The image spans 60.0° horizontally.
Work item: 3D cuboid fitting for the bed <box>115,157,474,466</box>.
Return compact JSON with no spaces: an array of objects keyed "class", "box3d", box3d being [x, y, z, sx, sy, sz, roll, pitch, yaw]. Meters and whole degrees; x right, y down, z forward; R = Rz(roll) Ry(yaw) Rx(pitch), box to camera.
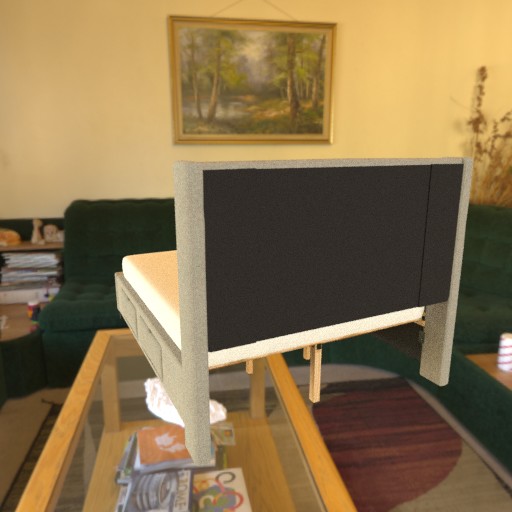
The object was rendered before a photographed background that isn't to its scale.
[{"class":"bed","box3d":[0.000,0.000,3.359,1.774,1.491,2.222,-7,15,-26]}]
